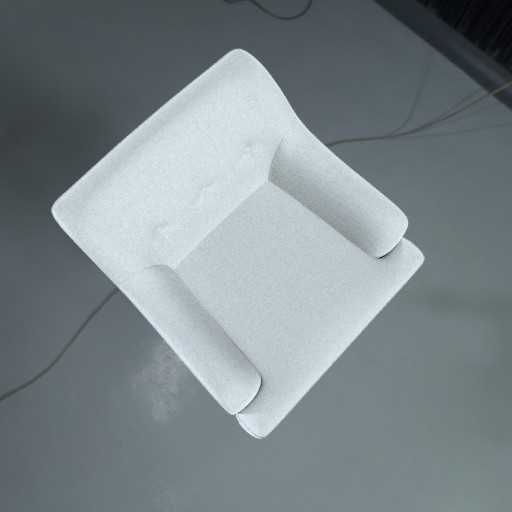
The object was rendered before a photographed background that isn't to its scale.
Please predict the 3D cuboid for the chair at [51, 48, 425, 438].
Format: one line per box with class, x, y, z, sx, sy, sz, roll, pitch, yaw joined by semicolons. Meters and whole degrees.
chair;0.000;0.000;1.664;0.951;0.818;0.946;43;79;10
